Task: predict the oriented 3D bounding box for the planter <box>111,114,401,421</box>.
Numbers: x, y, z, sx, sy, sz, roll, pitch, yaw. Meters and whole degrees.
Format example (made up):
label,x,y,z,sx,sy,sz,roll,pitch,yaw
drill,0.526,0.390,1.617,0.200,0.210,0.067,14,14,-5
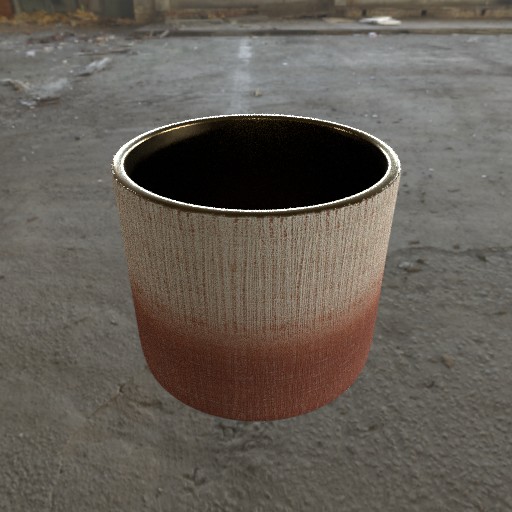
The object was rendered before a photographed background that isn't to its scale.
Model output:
label,x,y,z,sx,sy,sz,roll,pitch,yaw
planter,0.000,0.000,0.452,0.254,0.221,0.254,0,33,0
